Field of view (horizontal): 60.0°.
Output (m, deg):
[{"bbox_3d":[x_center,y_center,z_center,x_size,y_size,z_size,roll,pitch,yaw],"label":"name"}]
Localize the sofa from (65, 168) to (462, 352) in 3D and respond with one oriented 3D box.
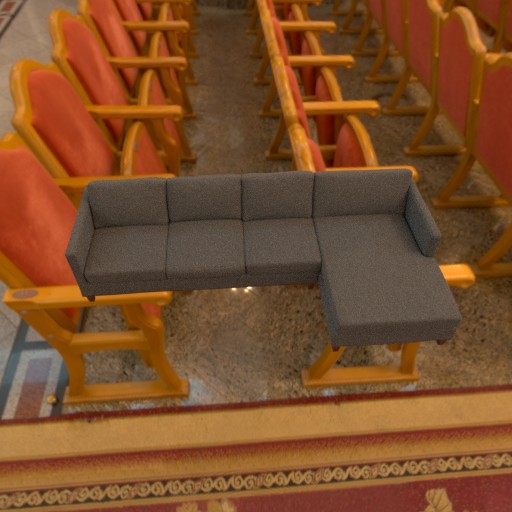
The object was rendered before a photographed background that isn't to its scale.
[{"bbox_3d":[0.000,0.000,3.955,3.186,0.846,1.625,-3,47,-3],"label":"sofa"}]
